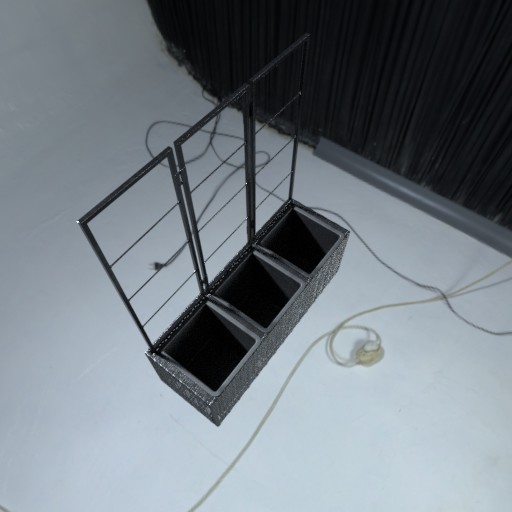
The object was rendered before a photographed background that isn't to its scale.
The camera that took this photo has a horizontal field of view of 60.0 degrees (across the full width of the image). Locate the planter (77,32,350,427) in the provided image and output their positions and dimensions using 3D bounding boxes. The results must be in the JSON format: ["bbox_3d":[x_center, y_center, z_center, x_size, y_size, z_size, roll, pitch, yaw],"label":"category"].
[{"bbox_3d":[0.000,0.000,1.176,0.244,0.841,0.698,33,63,19],"label":"planter"}]
